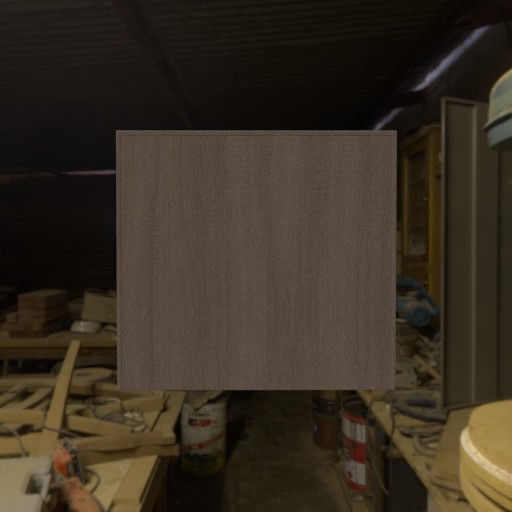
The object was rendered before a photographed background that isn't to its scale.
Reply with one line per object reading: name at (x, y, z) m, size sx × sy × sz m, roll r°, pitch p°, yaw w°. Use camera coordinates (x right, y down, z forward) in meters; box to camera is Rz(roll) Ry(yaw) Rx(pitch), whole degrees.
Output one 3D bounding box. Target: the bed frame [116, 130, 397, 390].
bed frame at (0.000, 0.000, 2.640) m, size 0.990 × 0.920 × 2.140 m, roll 0°, pitch 1°, yaw 0°
